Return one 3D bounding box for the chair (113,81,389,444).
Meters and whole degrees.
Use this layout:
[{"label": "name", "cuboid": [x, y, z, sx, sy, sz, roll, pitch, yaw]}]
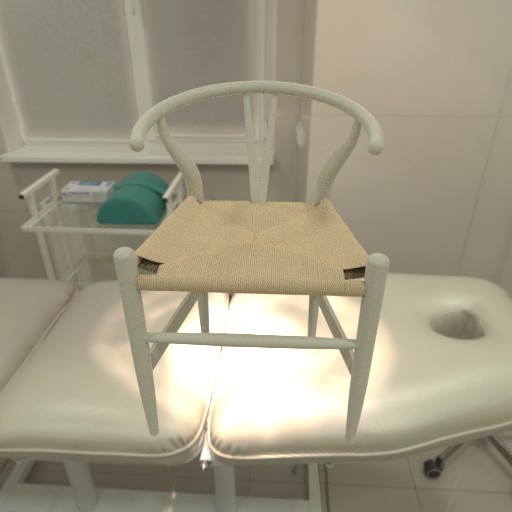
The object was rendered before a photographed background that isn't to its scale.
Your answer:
[{"label": "chair", "cuboid": [0.000, 0.000, 1.082, 0.533, 0.736, 0.500, 1, 30, 3]}]
